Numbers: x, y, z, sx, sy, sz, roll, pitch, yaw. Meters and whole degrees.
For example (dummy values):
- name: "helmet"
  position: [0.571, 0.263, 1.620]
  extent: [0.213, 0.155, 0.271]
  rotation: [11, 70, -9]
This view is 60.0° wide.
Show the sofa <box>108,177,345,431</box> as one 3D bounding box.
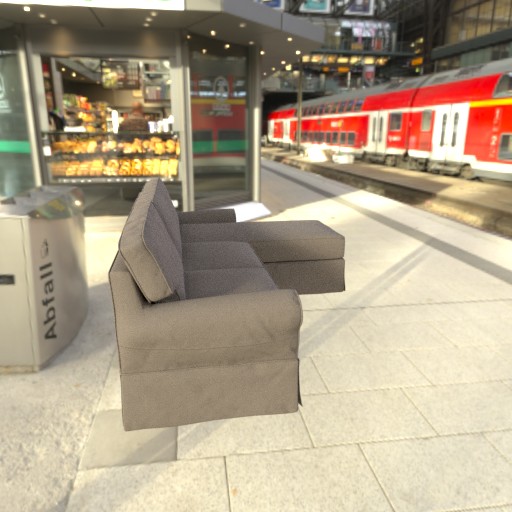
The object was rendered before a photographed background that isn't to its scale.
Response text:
- name: "sofa"
  position: [0.000, 0.000, 3.255]
  extent: [1.733, 0.978, 2.475]
  rotation: [-3, 16, -10]
